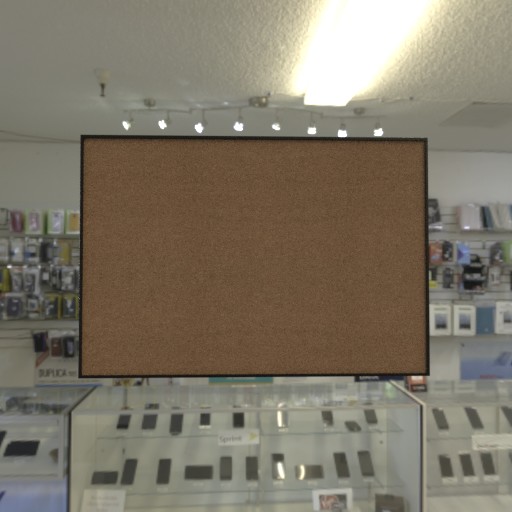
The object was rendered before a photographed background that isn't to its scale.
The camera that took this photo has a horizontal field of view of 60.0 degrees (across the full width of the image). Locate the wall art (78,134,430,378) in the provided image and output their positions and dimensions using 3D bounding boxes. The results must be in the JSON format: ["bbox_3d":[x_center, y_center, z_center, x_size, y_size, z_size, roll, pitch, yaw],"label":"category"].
[{"bbox_3d":[0.000,0.000,1.223,0.957,0.660,0.019,0,-1,-2],"label":"wall art"}]
